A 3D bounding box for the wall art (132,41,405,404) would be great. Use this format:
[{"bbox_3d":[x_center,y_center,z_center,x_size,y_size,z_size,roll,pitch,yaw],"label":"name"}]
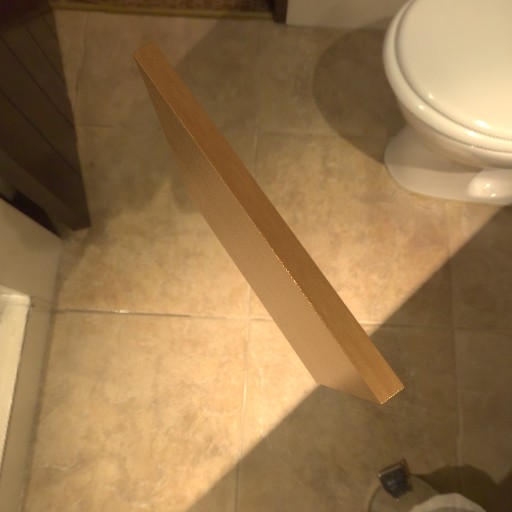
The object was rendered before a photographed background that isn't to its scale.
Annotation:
[{"bbox_3d":[0.000,0.000,0.449,0.019,0.302,0.302,-33,79,-8],"label":"wall art"}]
